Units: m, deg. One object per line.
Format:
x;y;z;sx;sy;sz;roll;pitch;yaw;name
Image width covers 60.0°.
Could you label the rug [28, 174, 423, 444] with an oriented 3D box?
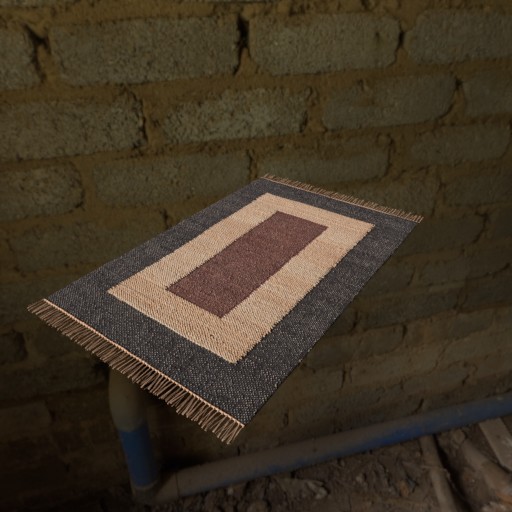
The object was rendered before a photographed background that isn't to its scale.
0.000;0.000;2.468;1.224;0.027;2.021;21;39;29;rug
